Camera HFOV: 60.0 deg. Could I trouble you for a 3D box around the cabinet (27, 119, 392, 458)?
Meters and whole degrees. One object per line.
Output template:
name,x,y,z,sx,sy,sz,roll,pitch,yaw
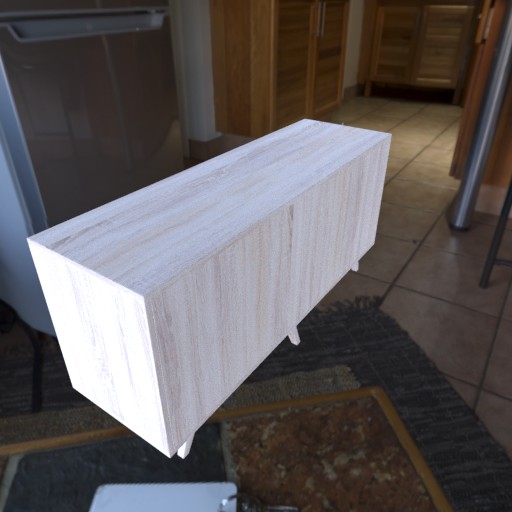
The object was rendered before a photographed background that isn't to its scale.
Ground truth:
cabinet,0.000,0.000,1.968,0.500,0.780,1.650,20,37,29
